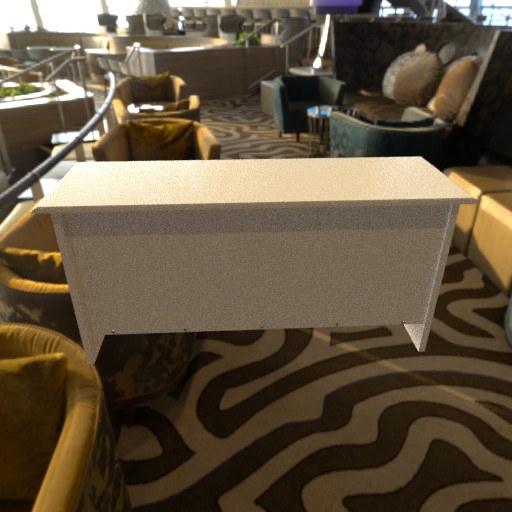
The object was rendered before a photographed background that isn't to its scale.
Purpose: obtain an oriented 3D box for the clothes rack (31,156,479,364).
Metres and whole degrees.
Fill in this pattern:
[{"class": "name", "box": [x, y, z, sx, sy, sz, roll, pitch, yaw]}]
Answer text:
[{"class": "clothes rack", "box": [0.000, 0.000, 1.508, 1.218, 0.558, 0.405, -2, 29, -3]}]
